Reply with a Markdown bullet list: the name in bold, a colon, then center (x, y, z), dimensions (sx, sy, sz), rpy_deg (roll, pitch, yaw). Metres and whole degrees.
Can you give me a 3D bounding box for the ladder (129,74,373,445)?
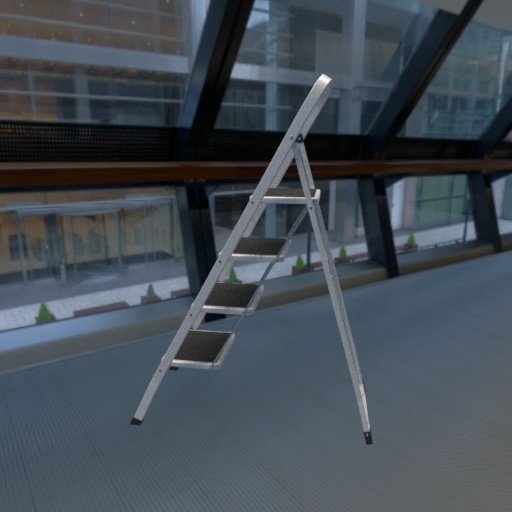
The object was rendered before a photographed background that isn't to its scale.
- **ladder**: center (0.000, 0.000, 1.703), dimensions (0.914, 1.265, 0.460), rpy_deg (2, 14, 9)
